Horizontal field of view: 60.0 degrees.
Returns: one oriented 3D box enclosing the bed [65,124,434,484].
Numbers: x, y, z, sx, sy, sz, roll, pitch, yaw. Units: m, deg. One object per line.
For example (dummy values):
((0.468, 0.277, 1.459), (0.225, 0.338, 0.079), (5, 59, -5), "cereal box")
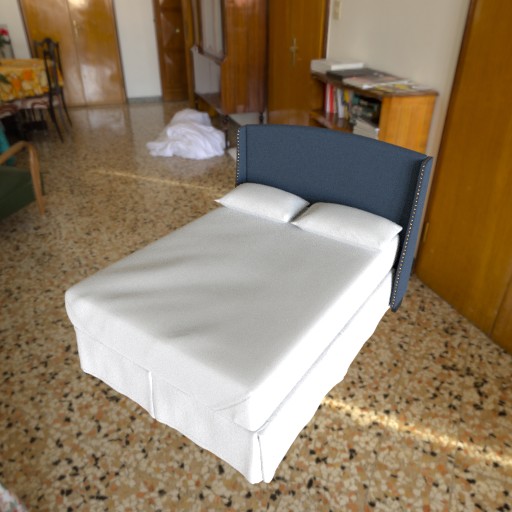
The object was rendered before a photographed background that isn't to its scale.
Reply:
((0.000, 0.000, 3.260), (1.710, 1.407, 2.237), (20, 36, 30), "bed")
